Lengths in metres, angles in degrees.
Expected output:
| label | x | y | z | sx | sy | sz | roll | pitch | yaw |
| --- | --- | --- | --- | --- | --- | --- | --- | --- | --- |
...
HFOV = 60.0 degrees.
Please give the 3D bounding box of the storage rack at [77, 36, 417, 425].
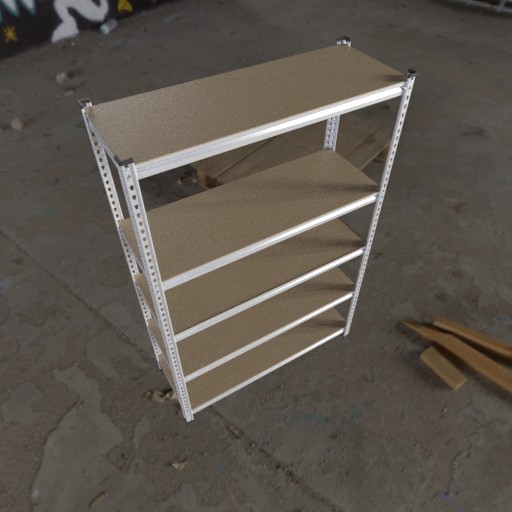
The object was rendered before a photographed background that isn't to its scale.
| label | x | y | z | sx | sy | sz | roll | pitch | yaw |
| --- | --- | --- | --- | --- | --- | --- | --- | --- | --- |
| storage rack | 0.000 | 0.000 | 2.317 | 1.219 | 1.829 | 0.457 | -23 | 50 | -21 |
